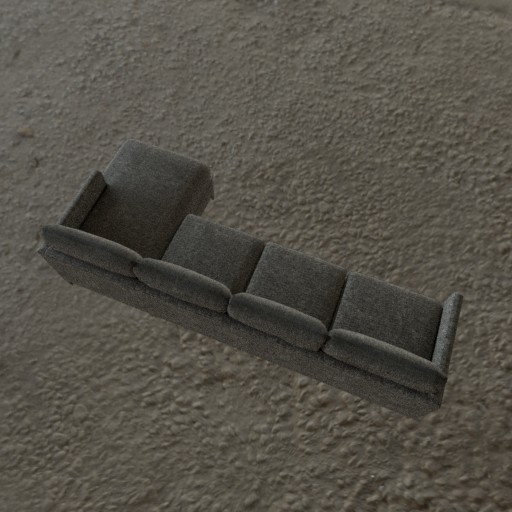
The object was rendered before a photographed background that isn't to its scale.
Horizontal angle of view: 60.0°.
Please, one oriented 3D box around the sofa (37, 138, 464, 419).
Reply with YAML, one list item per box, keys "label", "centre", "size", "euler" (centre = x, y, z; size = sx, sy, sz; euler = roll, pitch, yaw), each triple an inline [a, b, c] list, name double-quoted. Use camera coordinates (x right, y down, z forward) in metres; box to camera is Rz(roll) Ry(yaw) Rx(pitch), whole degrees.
- label: "sofa"
  centre: [0.000, 0.000, 3.904]
  size: [3.384, 0.970, 1.488]
  euler: [20, 65, 10]
